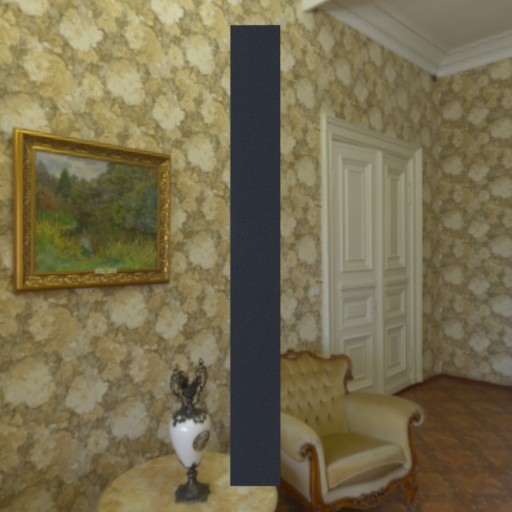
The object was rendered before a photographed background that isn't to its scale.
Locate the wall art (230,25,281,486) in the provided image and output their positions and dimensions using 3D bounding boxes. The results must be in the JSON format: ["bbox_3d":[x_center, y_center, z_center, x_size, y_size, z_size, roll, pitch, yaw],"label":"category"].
[{"bbox_3d":[0.000,0.000,0.445,0.033,0.304,0.305,0,0,0],"label":"wall art"}]
